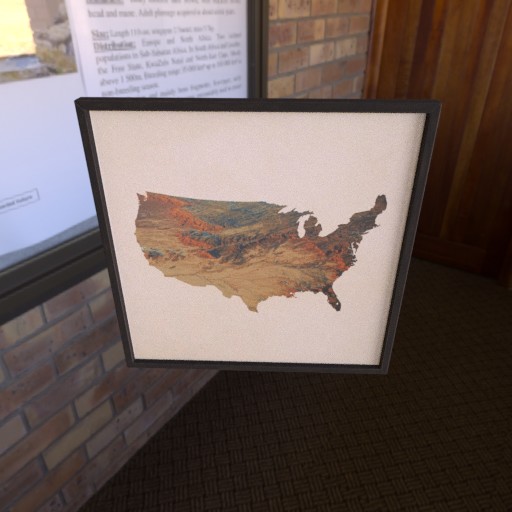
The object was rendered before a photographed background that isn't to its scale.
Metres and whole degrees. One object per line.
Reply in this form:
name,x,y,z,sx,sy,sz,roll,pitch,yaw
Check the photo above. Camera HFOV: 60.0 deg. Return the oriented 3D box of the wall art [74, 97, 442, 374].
wall art,0.000,0.000,0.448,0.304,0.303,0.015,1,30,2
